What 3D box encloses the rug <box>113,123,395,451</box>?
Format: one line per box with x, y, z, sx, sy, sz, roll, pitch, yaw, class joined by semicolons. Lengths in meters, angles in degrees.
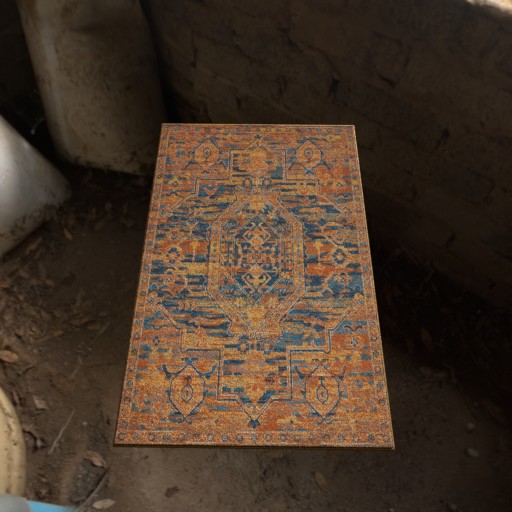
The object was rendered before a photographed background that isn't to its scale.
0.000;0.000;1.078;0.557;0.008;0.863;1;62;0;rug
